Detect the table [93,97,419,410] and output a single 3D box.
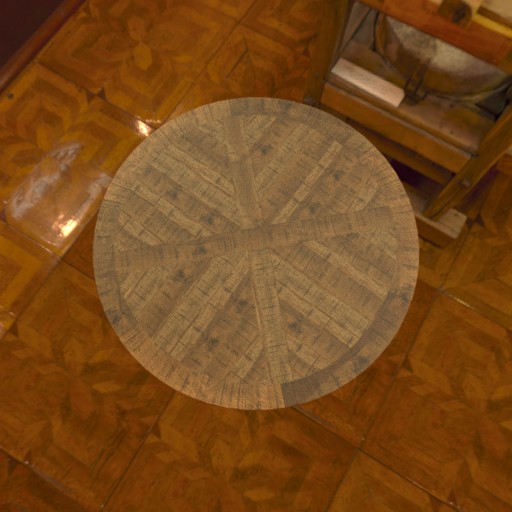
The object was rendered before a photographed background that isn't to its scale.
[{"bbox_3d":[0.000,0.000,1.968,1.264,0.516,1.264,0,75,0],"label":"table"}]
